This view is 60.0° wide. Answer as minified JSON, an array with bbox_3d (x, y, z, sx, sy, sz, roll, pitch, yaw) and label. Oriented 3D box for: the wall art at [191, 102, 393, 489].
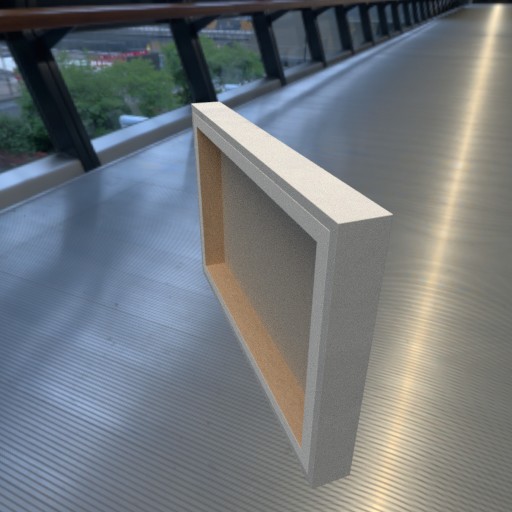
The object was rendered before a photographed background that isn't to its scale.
[{"bbox_3d":[0.000,0.000,0.482,0.038,0.254,0.381,-10,31,-17],"label":"wall art"}]
